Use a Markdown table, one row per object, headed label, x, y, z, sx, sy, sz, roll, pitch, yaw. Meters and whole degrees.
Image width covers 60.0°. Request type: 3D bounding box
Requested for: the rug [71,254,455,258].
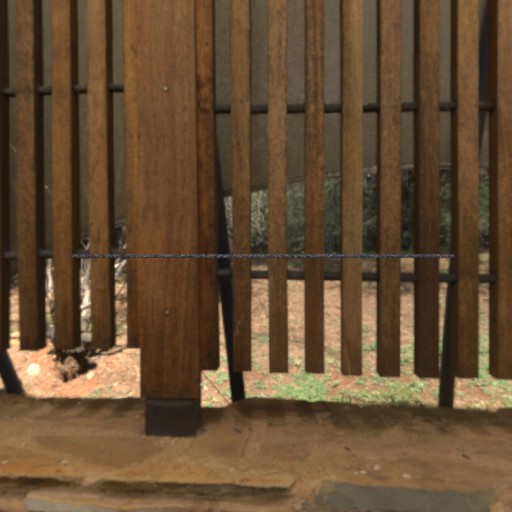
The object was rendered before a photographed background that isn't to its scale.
| label | x | y | z | sx | sy | sz | roll | pitch | yaw |
| --- | --- | --- | --- | --- | --- | --- | --- | --- | --- |
| rug | 0.000 | 0.000 | 2.171 | 1.139 | 0.010 | 1.754 | 0 | 0 | -2 |
